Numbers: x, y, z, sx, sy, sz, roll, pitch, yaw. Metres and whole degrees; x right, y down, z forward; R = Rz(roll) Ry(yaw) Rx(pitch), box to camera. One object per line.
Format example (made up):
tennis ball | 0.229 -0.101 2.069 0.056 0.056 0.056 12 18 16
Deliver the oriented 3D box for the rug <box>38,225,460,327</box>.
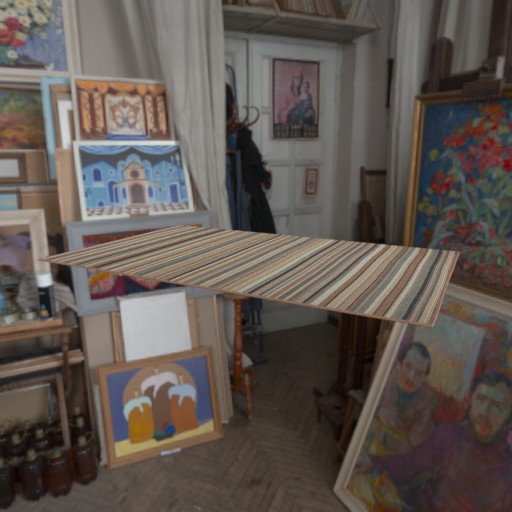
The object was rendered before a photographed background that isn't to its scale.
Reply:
rug | 0.000 0.000 3.016 2.438 0.014 1.523 7 15 27
